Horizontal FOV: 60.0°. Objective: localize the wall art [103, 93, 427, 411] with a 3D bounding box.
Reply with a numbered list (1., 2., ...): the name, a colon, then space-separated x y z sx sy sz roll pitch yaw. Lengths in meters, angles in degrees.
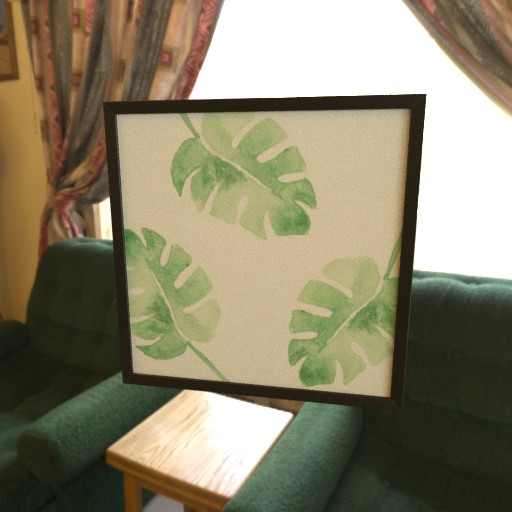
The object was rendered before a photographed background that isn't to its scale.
1. wall art: 0.000 0.000 0.755 0.508 0.508 0.036 2 13 11
